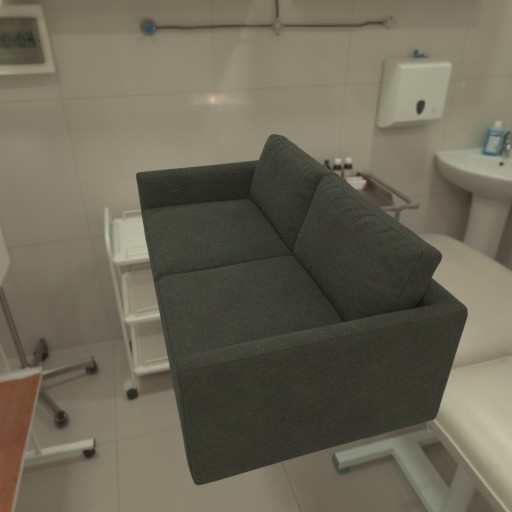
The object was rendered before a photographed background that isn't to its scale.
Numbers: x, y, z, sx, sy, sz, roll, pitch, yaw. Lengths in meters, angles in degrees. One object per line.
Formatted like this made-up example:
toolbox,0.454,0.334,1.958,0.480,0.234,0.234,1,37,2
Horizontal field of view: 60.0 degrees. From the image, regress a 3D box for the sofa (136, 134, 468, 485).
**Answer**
sofa,0.000,0.000,2.381,1.091,0.845,1.909,-9,31,-15
